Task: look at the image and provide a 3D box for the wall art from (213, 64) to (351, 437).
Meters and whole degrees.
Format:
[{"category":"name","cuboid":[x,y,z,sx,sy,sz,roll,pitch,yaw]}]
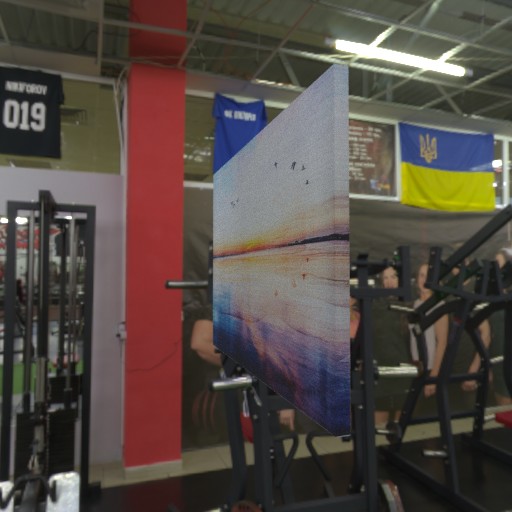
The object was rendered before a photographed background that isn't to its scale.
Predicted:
[{"category":"wall art","cuboid":[0.000,0.000,1.440,0.034,0.756,1.137,1,-2,-18]}]
